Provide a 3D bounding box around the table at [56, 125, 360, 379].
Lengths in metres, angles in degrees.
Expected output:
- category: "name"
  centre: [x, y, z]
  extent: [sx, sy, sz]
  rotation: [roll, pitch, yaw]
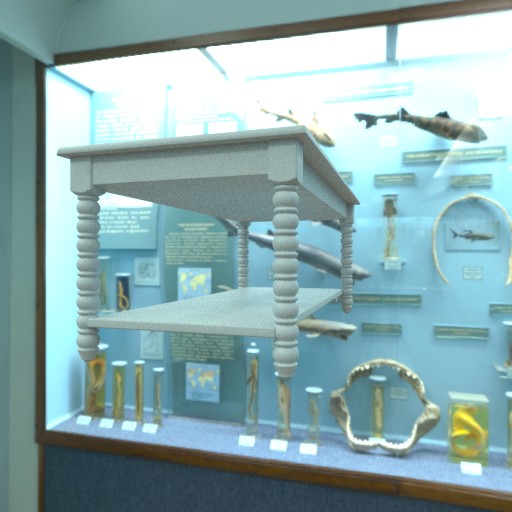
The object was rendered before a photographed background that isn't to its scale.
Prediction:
- category: "table"
  centre: [0.000, 0.000, 1.464]
  extent: [0.580, 0.487, 1.171]
  rotation: [0, 0, 18]
